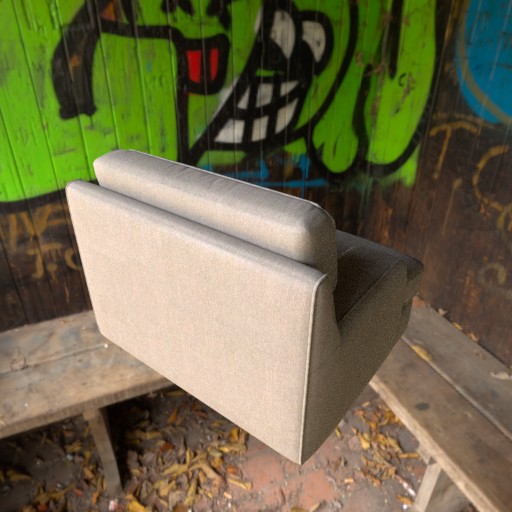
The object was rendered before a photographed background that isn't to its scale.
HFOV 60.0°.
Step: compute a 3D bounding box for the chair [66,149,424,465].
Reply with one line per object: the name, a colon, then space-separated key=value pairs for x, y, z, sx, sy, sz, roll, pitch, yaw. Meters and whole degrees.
chair: x=0.000 y=0.000 z=2.017 sx=1.270 sy=0.974 sz=1.043 roll=22 pitch=37 yaw=31
